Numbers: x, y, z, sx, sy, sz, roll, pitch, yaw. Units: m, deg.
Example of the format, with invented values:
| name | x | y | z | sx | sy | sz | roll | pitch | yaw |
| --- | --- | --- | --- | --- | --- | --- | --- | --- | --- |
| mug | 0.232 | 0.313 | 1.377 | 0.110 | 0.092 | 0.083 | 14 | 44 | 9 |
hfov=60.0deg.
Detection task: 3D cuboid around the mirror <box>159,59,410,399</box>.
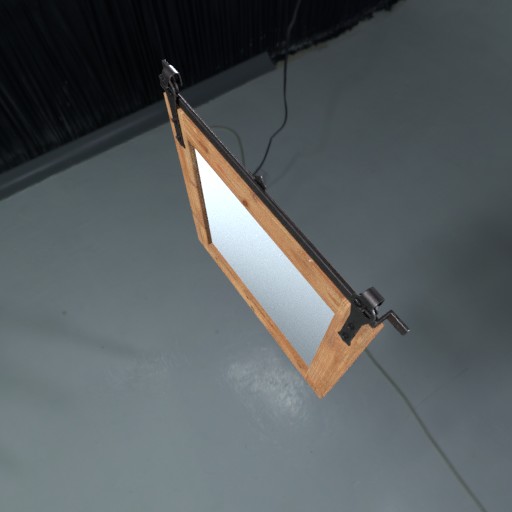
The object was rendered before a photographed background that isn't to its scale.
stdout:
| name | x | y | z | sx | sy | sz | roll | pitch | yaw |
| --- | --- | --- | --- | --- | --- | --- | --- | --- | --- |
| mirror | 0.000 | 0.000 | 1.185 | 0.054 | 0.800 | 0.805 | -33 | 68 | -15 |
